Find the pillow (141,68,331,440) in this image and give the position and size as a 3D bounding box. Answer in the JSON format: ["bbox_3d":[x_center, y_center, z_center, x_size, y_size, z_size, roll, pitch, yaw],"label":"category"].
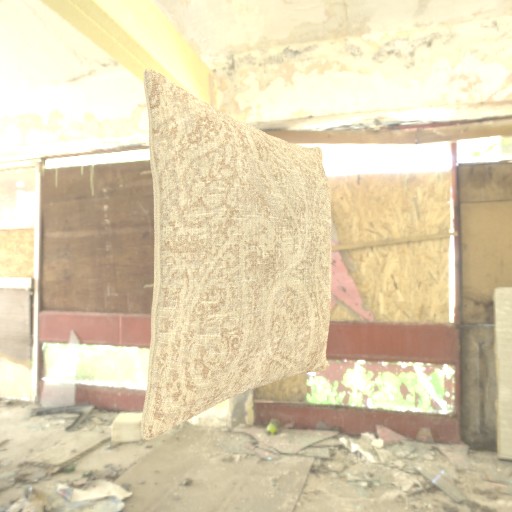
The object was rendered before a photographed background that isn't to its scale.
[{"bbox_3d":[0.000,0.000,0.805,0.166,0.510,0.523,-1,-2,36],"label":"pillow"}]
